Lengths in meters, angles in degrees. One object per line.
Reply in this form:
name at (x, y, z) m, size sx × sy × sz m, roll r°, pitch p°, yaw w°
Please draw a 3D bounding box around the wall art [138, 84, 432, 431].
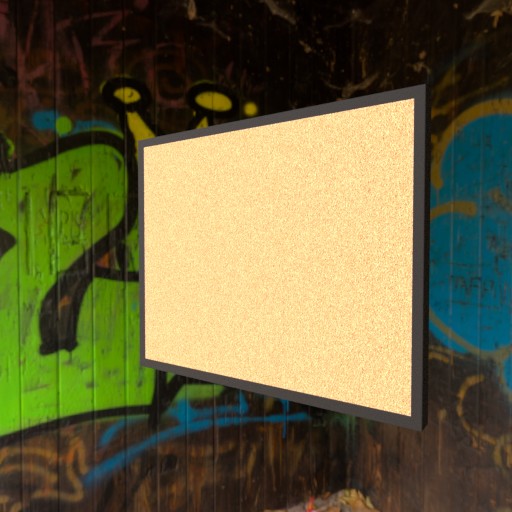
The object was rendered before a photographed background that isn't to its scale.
wall art at (0.000, 0.000, 0.749) m, size 0.554 × 0.454 × 0.030 m, roll 1°, pitch 2°, yaw 35°
